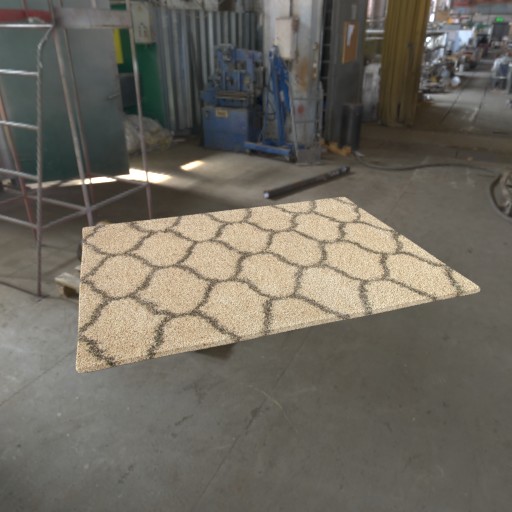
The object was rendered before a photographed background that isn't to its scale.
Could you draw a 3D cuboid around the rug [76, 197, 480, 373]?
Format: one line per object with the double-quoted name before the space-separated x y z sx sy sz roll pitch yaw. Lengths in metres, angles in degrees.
"rug" 0.000 0.000 2.138 1.600 0.025 1.200 -9 28 -16
